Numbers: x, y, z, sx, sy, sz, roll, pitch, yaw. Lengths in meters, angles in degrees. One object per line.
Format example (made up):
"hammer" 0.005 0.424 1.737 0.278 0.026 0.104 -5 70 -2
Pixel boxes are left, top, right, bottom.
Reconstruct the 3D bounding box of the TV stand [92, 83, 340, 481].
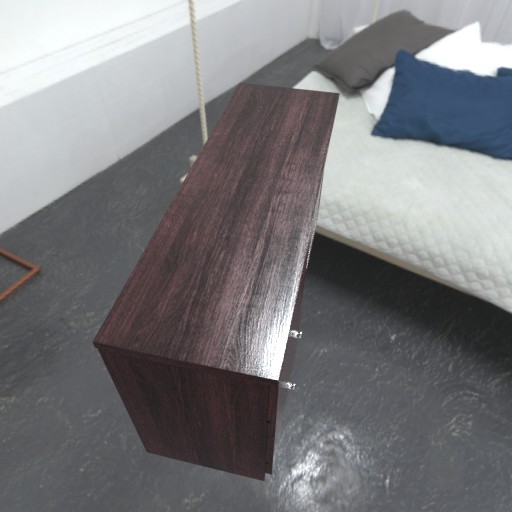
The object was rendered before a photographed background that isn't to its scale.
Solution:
"TV stand" 0.000 0.000 1.486 0.404 0.614 1.192 9 47 9
